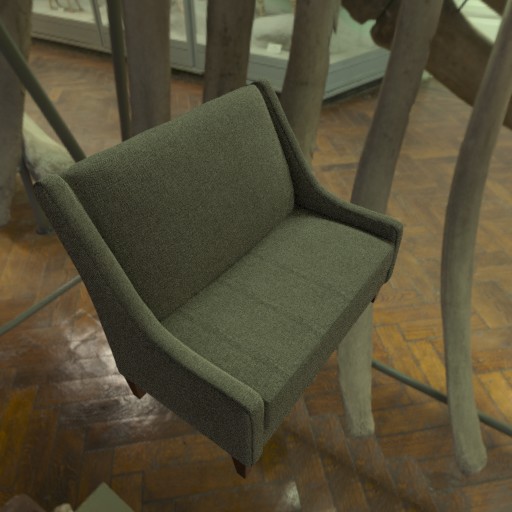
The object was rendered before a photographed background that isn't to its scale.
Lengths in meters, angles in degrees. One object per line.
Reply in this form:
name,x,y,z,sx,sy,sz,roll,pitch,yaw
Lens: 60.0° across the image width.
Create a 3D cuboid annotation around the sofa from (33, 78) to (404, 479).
sofa,0.000,0.000,1.866,0.870,1.021,1.242,25,46,27
